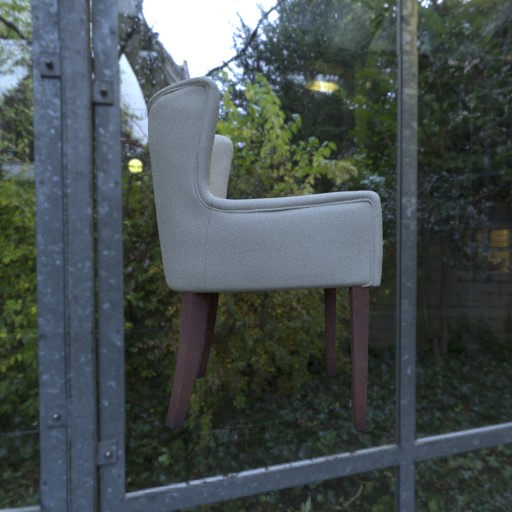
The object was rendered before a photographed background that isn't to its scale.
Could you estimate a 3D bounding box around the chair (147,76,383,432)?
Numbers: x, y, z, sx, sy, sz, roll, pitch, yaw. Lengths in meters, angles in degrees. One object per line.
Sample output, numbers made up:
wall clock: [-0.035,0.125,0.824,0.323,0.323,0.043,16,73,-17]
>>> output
chair: [0.000,0.000,1.469,0.686,0.952,0.660,0,1,1]
